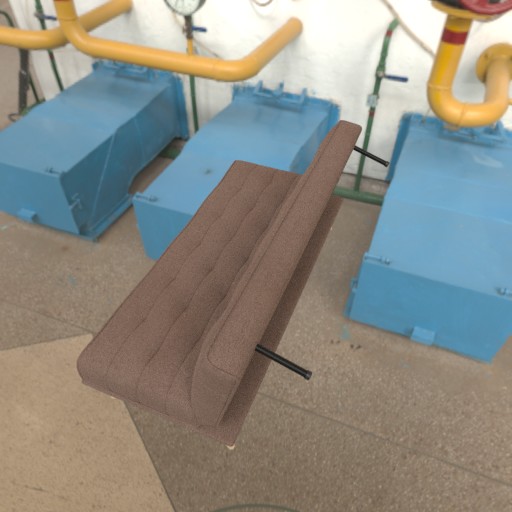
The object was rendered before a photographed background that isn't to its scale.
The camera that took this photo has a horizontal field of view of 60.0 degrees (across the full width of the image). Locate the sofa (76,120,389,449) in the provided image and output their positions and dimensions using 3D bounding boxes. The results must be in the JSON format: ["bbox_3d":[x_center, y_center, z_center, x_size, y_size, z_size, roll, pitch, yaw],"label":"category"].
[{"bbox_3d":[0.000,0.000,2.384,1.038,0.810,1.820,16,47,16],"label":"sofa"}]
